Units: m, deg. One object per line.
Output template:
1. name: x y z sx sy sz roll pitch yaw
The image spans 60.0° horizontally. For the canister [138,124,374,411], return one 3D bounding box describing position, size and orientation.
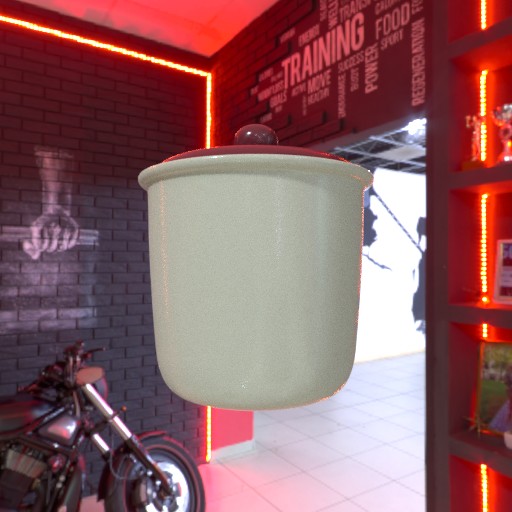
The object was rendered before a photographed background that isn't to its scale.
1. canister: 0.000 0.000 0.352 0.182 0.208 0.182 0 -1 0
